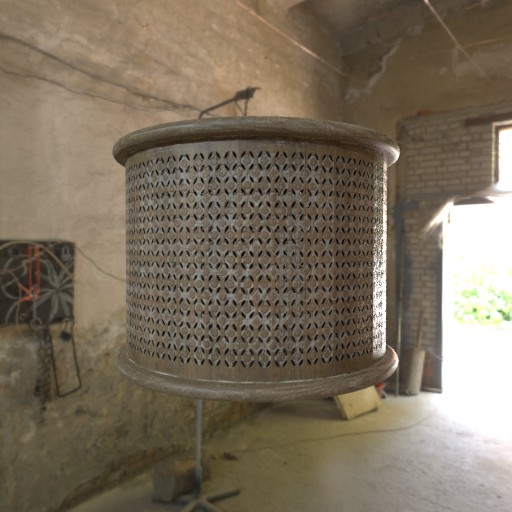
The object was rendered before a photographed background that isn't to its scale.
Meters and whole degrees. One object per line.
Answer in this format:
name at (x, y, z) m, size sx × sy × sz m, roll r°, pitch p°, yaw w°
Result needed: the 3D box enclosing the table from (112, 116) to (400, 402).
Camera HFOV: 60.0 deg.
table at (0.000, 0.000, 0.989) m, size 0.607 × 0.450 × 0.607 m, roll 0°, pitch 1°, yaw 0°
